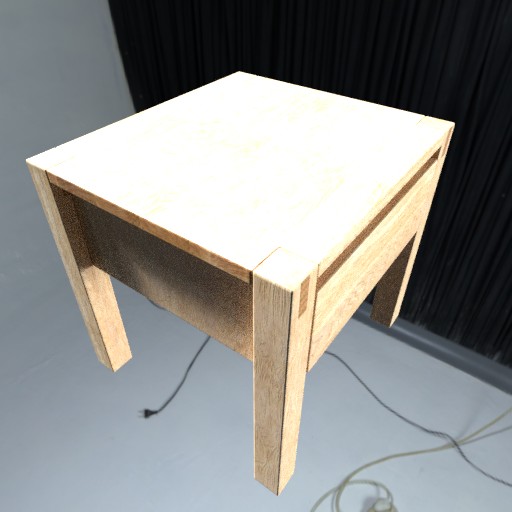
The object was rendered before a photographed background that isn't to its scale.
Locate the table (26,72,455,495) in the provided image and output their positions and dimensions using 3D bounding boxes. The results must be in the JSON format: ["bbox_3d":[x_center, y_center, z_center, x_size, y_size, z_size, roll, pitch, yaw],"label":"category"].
[{"bbox_3d":[0.000,0.000,0.804,0.440,0.450,0.480,25,46,27],"label":"table"}]
